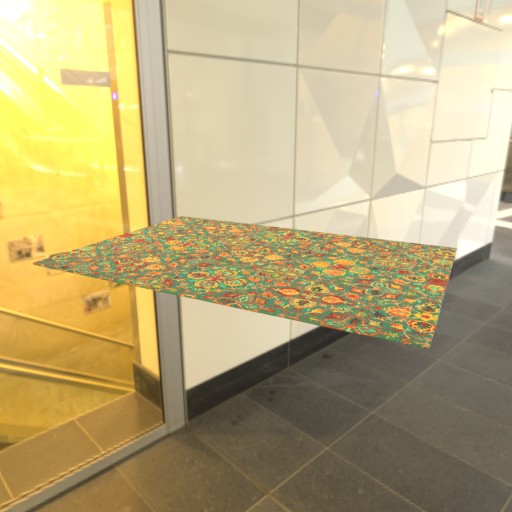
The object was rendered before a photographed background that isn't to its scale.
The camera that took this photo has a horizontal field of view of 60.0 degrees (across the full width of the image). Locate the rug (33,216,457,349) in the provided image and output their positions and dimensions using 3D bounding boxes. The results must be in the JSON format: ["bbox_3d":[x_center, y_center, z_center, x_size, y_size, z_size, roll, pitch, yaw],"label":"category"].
[{"bbox_3d":[0.000,0.000,2.856,2.290,0.016,1.527,9,19,26],"label":"rug"}]
